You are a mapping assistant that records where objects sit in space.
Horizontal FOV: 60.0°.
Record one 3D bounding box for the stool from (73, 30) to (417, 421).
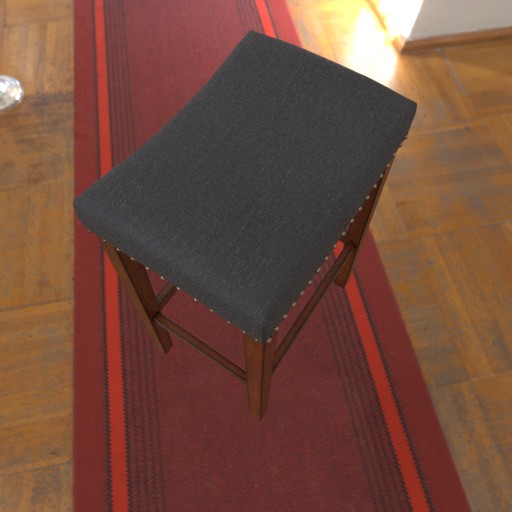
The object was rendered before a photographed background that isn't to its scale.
[{"bbox_3d":[0.000,0.000,1.011,0.366,0.760,0.502,31,67,15],"label":"stool"}]
